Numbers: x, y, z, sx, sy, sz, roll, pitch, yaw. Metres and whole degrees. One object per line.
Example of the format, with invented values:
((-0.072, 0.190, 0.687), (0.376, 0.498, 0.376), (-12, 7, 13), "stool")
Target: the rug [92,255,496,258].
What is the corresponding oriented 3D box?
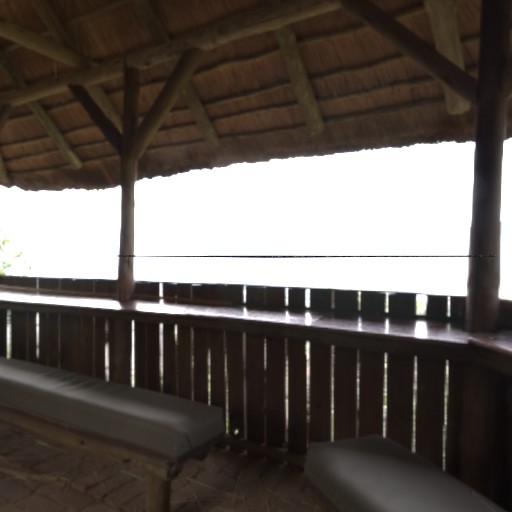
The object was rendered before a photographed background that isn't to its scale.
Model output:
((0.000, 0.000, 2.986), (1.516, 0.010, 2.434), (0, 0, -36), "rug")
